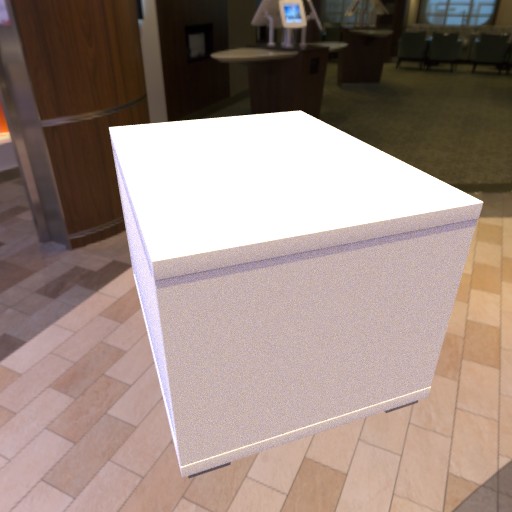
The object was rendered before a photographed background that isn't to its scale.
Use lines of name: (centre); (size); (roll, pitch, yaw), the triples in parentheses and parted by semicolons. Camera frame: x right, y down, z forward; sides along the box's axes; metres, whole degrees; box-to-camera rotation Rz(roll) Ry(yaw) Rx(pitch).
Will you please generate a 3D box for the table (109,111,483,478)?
table: (0.000, 0.000, 0.776); (0.399, 0.357, 0.517); (-11, 32, -17)
